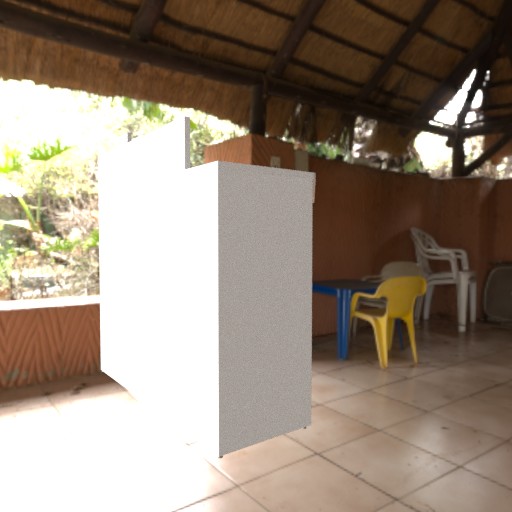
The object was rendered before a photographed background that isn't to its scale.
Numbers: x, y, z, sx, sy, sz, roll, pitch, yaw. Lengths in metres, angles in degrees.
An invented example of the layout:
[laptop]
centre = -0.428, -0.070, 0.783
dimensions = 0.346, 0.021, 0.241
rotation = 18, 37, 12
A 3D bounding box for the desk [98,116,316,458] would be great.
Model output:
[desk]
centre = 0.000, 0.000, 1.768
dimensions = 0.940, 0.986, 0.940
rotation = -2, 3, -37
